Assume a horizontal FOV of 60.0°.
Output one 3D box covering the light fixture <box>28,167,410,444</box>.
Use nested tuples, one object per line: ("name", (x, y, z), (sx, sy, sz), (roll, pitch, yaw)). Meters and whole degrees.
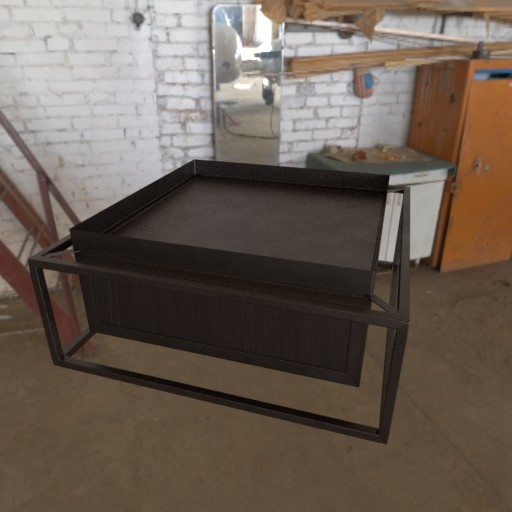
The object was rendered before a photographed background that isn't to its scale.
("light fixture", (0.000, 0.000, 0.692), (0.441, 0.191, 0.441), (8, 27, 16))
